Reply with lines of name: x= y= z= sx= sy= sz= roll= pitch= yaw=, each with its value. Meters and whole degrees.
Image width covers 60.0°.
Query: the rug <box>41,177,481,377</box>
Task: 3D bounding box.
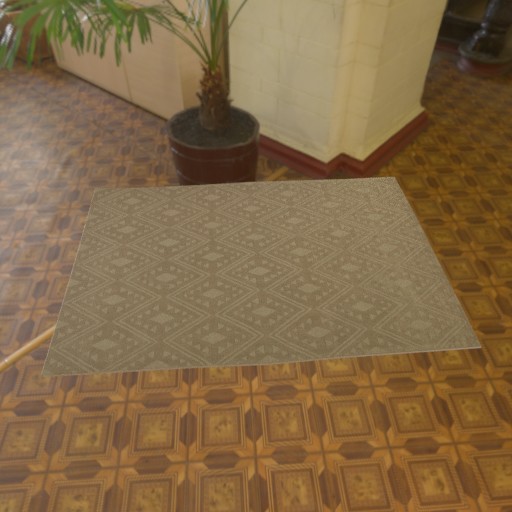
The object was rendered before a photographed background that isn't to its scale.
rug: x=0.000 y=0.000 z=2.262 sx=1.829 sy=0.034 sz=1.252 roll=-3 pitch=45 yaw=-3
